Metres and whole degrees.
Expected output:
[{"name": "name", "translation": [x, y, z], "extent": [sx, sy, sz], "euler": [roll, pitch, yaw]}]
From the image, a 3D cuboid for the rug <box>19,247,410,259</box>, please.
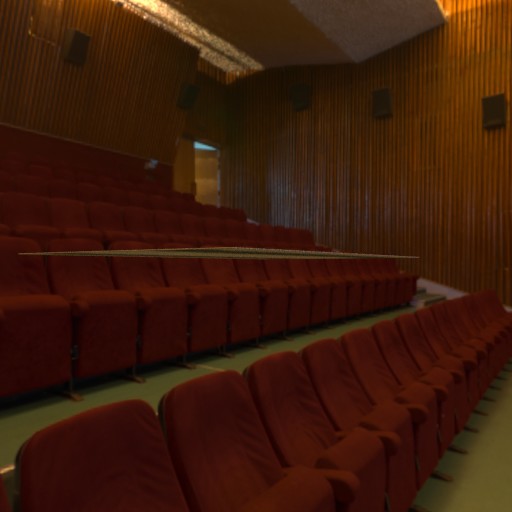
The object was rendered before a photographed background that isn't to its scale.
[{"name": "rug", "translation": [0.000, 0.000, 3.025], "extent": [1.519, 0.003, 2.453], "euler": [-1, -1, 35]}]
